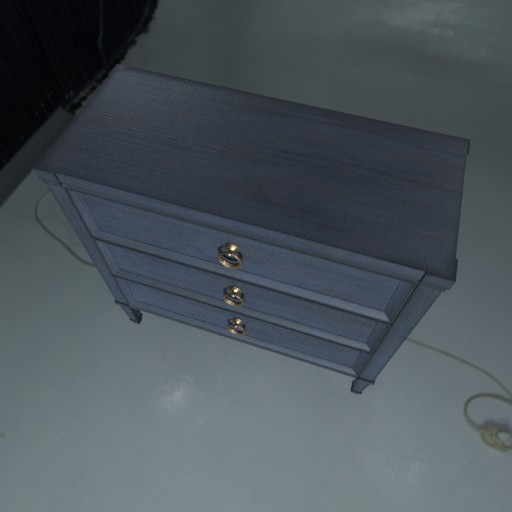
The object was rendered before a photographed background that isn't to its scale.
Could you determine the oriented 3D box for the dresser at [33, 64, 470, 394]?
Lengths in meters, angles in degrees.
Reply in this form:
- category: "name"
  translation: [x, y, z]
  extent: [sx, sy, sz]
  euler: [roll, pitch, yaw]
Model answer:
- category: "dresser"
  translation: [0.000, 0.000, 1.566]
  extent: [1.049, 0.986, 0.463]
  euler: [16, 59, 10]
